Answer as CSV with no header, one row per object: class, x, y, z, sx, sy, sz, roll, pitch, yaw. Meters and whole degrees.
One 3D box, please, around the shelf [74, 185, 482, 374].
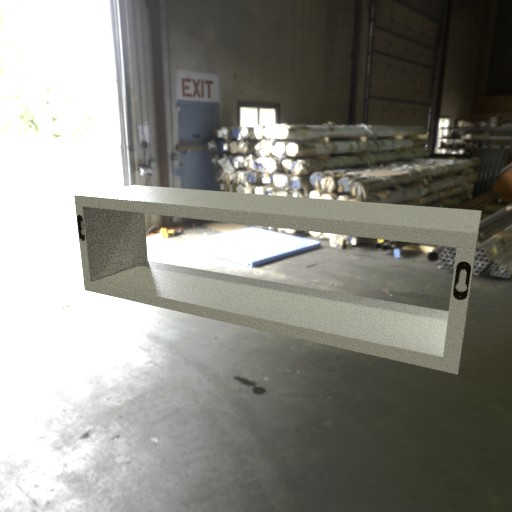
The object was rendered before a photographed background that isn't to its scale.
shelf,0.000,0.000,0.693,0.610,0.170,0.150,8,18,26
